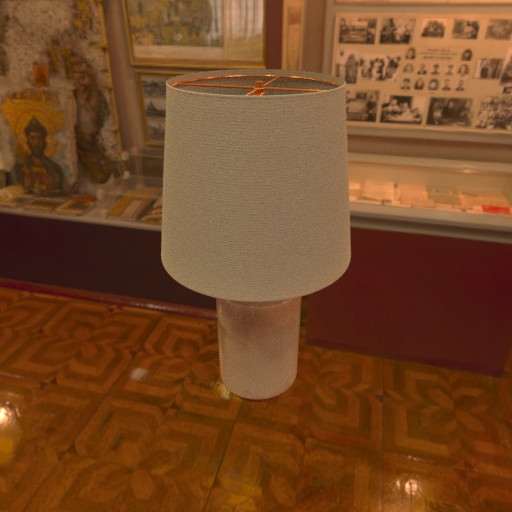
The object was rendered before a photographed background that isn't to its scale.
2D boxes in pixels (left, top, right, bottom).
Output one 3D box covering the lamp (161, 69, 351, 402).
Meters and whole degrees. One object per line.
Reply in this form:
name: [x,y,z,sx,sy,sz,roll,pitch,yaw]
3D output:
lamp: [0.000,0.000,0.456,0.189,0.340,0.189,0,29,0]
